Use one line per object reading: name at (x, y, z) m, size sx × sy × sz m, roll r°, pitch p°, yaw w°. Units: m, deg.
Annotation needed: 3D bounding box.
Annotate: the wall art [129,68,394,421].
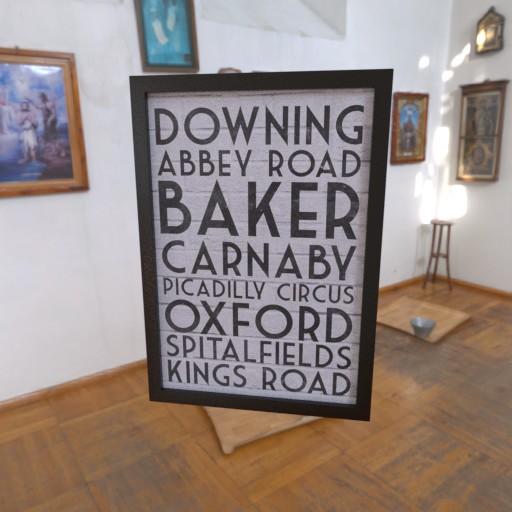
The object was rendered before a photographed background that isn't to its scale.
wall art at (0.000, 0.000, 0.559) m, size 0.304 × 0.432 × 0.013 m, roll 2°, pitch 14°, yaw 9°
